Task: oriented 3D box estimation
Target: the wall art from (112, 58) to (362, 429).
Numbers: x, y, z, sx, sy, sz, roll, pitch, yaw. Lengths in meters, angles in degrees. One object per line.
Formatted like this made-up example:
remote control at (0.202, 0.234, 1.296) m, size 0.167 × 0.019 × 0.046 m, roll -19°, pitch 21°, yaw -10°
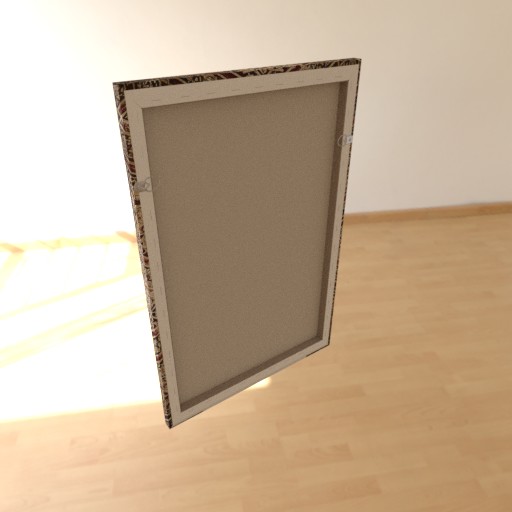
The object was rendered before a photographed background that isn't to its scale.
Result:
wall art at (0.000, 0.000, 0.763) m, size 0.397 × 0.599 × 0.020 m, roll -20°, pitch 36°, yaw -29°
